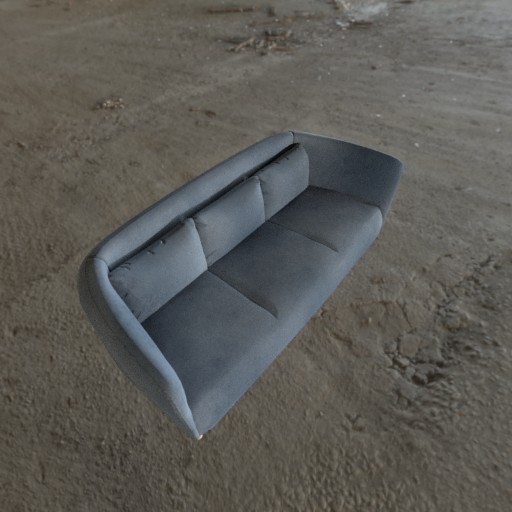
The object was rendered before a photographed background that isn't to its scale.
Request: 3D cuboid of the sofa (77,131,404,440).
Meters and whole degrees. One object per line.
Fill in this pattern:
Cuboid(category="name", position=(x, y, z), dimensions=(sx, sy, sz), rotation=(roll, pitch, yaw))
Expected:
Cuboid(category="sofa", position=(0.000, 0.000, 2.527), dimensions=(0.849, 0.795, 2.095), rotation=(25, 46, 27))
